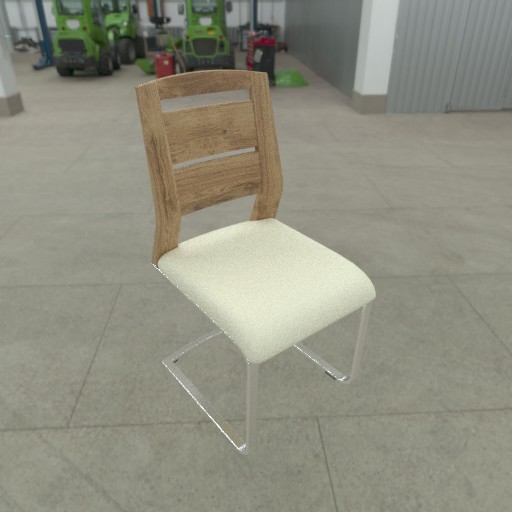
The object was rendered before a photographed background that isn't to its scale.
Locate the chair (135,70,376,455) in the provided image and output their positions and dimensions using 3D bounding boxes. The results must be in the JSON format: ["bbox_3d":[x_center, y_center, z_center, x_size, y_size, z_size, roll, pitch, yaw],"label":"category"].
[{"bbox_3d":[0.000,0.000,1.288,0.457,0.955,0.561,-21,36,-33],"label":"chair"}]
